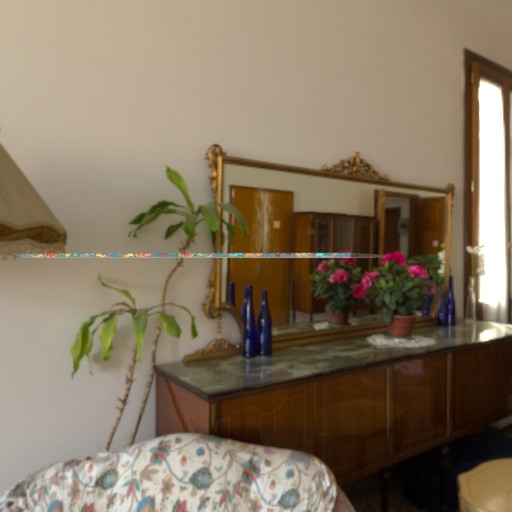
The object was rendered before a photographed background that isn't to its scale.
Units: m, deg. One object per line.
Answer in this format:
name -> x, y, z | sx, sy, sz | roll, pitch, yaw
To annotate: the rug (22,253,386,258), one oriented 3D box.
rug -> 0.000, 0.000, 2.317 | 1.216, 0.014, 1.836 | 0, 0, 19
